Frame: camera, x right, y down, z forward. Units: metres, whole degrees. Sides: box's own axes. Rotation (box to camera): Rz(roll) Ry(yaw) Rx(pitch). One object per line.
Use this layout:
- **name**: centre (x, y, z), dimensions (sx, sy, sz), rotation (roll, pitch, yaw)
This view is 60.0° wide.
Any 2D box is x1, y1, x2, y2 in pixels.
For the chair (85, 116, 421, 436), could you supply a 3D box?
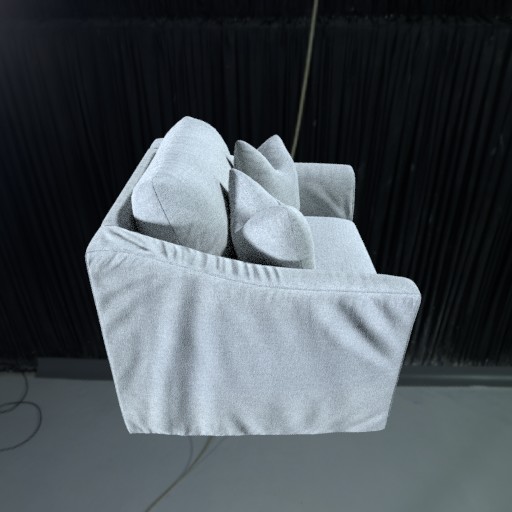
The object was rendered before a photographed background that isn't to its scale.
- **chair**: centre (0.000, 0.000, 2.010), dimensions (1.071, 1.059, 1.194), rotation (0, 31, 0)
